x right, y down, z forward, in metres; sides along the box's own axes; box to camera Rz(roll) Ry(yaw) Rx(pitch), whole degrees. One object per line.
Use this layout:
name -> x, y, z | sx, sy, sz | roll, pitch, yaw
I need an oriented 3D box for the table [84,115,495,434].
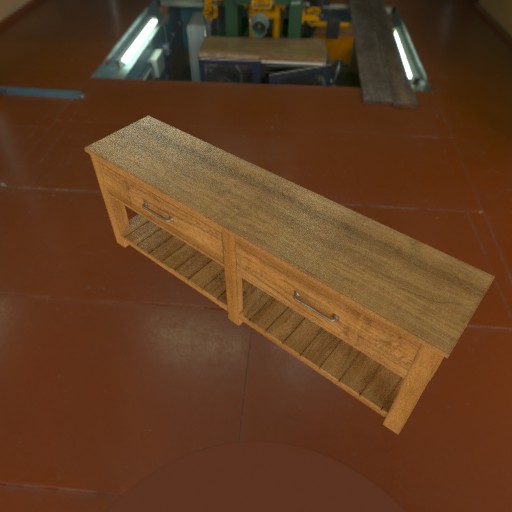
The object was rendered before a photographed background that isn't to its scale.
table -> 0.000, 0.000, 2.064 | 1.815, 0.635, 0.425 | 30, 53, 26
